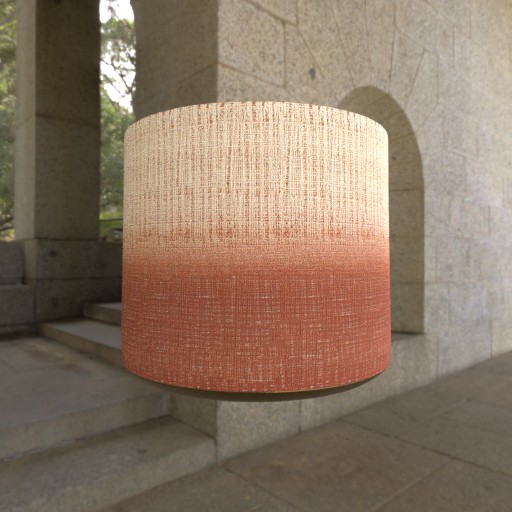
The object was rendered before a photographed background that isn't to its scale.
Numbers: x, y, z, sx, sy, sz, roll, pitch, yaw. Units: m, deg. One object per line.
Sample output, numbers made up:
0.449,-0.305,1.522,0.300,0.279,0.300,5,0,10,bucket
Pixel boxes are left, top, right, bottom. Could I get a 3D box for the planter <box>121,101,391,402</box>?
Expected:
0.000,0.000,0.436,0.254,0.221,0.254,0,0,0,planter
